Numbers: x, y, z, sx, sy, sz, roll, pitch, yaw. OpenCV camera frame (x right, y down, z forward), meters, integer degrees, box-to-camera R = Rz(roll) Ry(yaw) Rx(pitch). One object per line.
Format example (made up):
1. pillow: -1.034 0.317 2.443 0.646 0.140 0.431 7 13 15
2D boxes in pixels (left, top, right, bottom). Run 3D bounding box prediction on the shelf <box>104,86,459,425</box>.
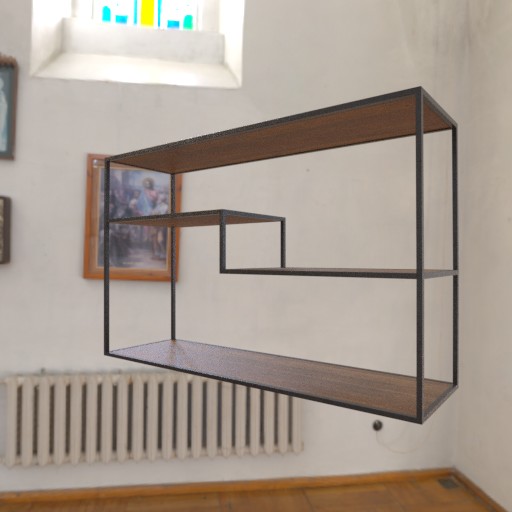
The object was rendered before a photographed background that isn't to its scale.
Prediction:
1. shelf: 0.000 0.000 1.500 1.201 0.765 0.361 0 0 37
